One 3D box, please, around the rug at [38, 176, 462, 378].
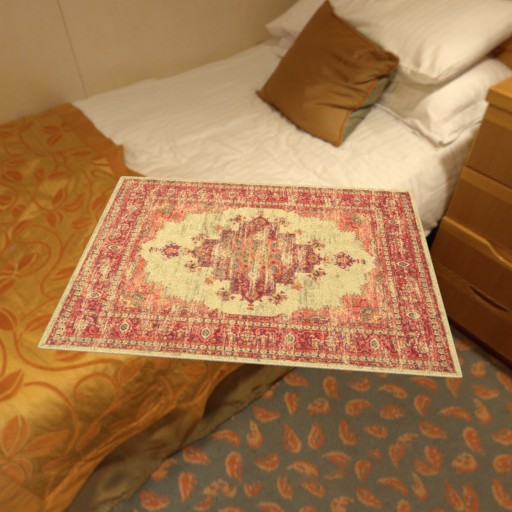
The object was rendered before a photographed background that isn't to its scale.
[{"bbox_3d":[0.000,0.000,3.674,2.878,0.014,2.005,3,46,3],"label":"rug"}]
